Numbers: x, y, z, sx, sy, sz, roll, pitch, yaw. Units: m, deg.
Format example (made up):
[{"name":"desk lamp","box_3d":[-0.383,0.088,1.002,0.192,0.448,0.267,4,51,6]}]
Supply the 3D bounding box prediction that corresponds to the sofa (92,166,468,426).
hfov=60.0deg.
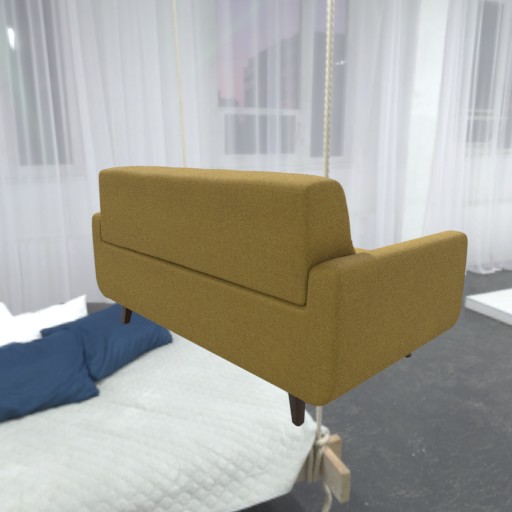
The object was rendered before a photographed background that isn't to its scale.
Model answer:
[{"name":"sofa","box_3d":[0.000,0.000,2.127,0.909,0.841,1.631,-12,18,-42]}]
